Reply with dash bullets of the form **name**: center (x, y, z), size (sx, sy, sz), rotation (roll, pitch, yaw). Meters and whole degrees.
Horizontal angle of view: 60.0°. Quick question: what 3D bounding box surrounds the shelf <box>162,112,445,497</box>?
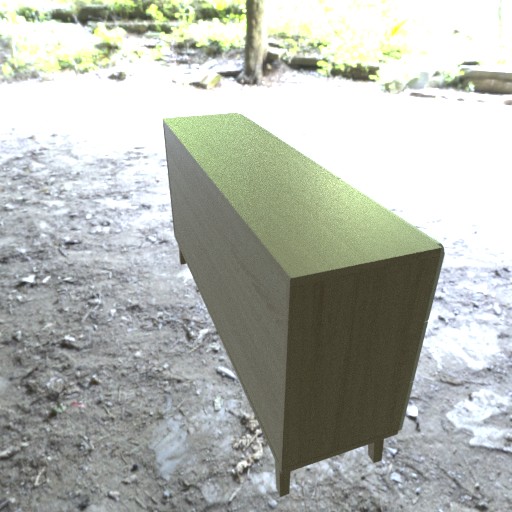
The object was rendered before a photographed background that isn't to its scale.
- **shelf**: center (0.000, 0.000, 1.744), size (0.400, 0.780, 1.490), rotation (-10, 32, -17)
